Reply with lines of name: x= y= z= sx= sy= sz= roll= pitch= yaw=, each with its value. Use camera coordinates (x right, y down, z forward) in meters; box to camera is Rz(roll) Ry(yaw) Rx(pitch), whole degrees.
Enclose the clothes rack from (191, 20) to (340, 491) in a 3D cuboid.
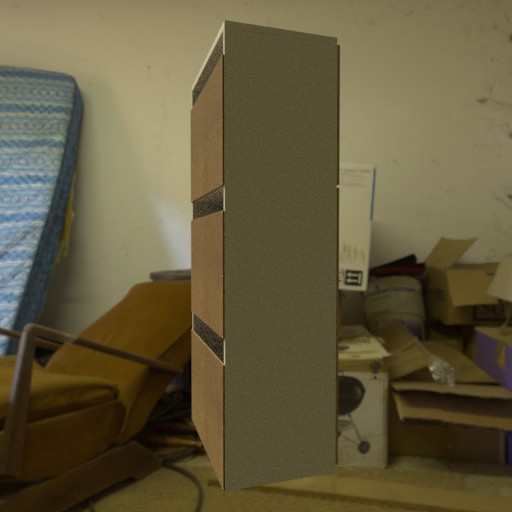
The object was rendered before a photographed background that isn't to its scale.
clothes rack: x=0.000 y=0.000 z=1.401 sx=0.331 sy=1.187 sz=0.500 roll=0 pitch=2 yaw=-18
